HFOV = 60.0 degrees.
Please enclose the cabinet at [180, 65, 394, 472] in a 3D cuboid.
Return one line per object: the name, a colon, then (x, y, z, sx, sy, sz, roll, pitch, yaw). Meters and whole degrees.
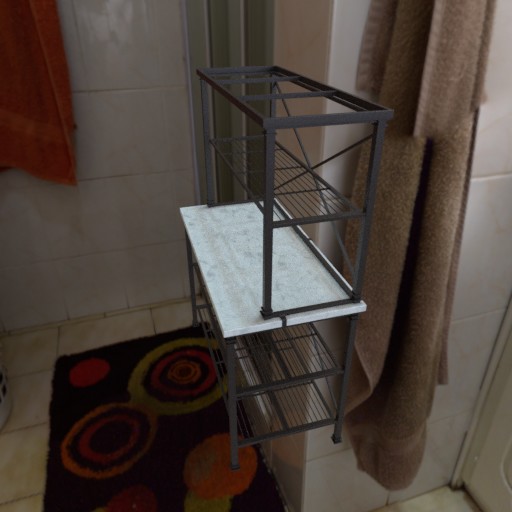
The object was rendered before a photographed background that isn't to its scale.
cabinet: (0.000, 0.000, 2.279, 0.610, 1.659, 1.210, -8, 31, -14)
